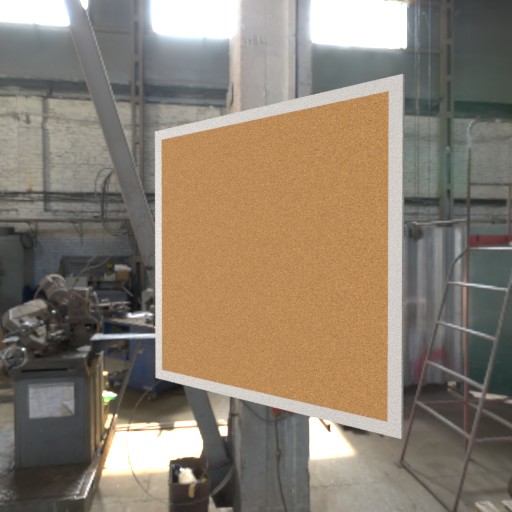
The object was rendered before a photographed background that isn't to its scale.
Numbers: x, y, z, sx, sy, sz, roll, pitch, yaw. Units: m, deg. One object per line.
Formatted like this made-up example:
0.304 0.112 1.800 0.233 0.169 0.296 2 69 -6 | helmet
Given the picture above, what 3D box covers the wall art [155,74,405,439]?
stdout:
0.000 0.000 0.845 0.558 0.559 0.009 1 1 36 | wall art
